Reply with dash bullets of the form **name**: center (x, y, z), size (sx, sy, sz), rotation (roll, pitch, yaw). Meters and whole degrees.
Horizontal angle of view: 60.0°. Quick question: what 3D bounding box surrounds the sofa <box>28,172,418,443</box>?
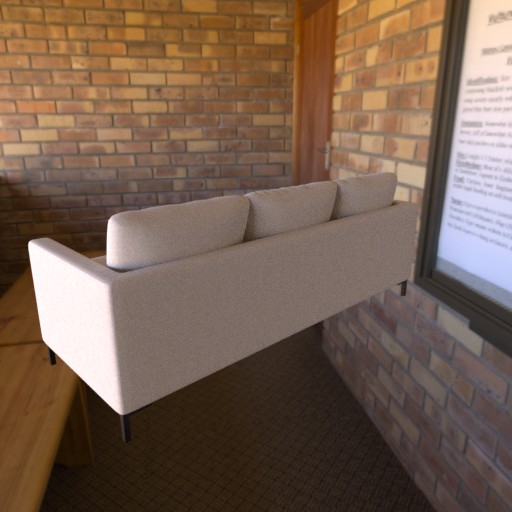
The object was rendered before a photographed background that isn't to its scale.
- **sofa**: center (0.000, 0.000, 2.598), size (2.218, 0.874, 0.859), rotation (-16, 23, -41)
